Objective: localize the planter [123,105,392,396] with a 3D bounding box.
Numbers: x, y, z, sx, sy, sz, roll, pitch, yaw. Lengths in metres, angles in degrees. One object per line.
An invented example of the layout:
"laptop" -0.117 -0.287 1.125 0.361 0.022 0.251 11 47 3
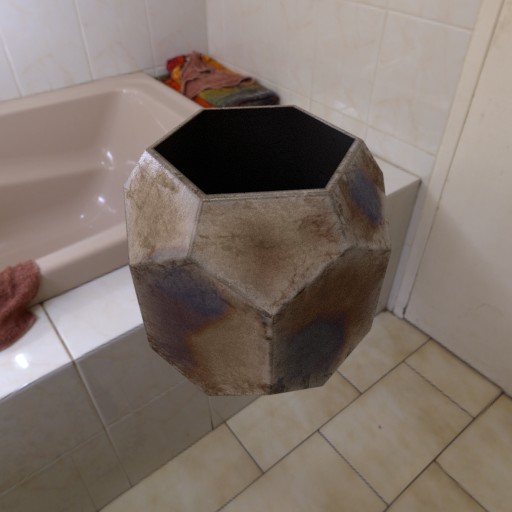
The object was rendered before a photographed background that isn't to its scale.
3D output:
"planter" 0.000 0.000 0.432 0.243 0.238 0.221 -25 47 -26
